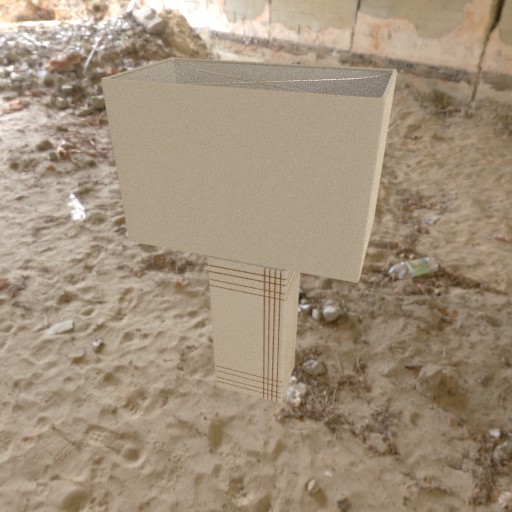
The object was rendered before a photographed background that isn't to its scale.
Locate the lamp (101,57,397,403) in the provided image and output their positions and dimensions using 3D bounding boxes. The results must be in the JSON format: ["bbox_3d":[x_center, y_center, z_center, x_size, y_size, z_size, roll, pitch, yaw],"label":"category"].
[{"bbox_3d":[0.000,0.000,0.702,0.334,0.543,0.182,10,33,16],"label":"lamp"}]
